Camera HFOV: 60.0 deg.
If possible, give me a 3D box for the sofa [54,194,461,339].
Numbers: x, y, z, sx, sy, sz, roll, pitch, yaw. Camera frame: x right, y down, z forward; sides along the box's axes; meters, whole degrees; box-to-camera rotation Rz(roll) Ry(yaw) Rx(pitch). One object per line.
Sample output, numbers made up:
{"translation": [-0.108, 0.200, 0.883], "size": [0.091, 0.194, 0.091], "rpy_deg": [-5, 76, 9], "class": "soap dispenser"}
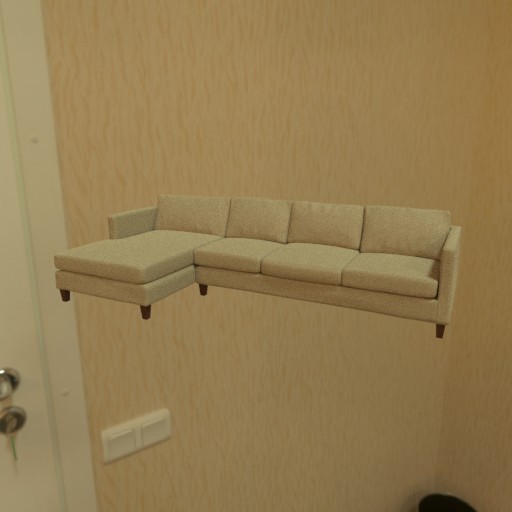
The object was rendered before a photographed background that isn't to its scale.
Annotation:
{"translation": [0.000, 0.000, 3.867], "size": [3.186, 0.846, 1.625], "rpy_deg": [7, 16, 26], "class": "sofa"}
